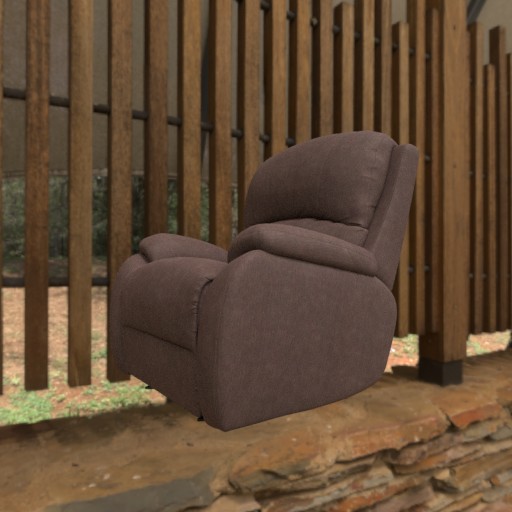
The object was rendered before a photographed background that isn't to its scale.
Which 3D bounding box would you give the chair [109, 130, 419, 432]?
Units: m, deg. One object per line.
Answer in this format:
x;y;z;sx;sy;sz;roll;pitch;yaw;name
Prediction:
0.000;0.000;1.734;0.899;1.011;0.930;0;-1;-36;chair
